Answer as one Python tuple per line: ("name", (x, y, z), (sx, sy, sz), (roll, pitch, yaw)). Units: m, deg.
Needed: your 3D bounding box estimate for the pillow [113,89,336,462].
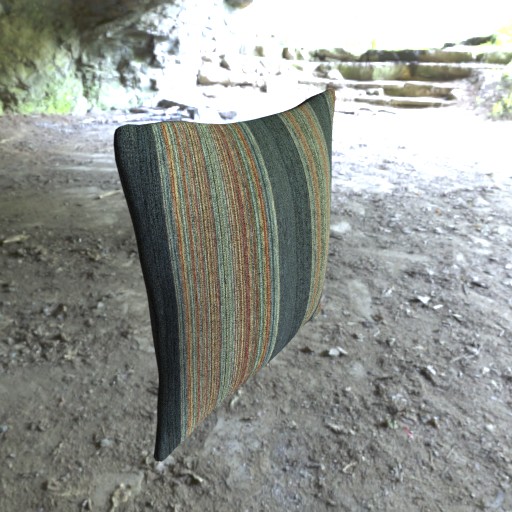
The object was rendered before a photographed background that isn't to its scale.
("pillow", (0.000, 0.000, 0.630), (0.136, 0.419, 0.437), (17, 30, 31))
